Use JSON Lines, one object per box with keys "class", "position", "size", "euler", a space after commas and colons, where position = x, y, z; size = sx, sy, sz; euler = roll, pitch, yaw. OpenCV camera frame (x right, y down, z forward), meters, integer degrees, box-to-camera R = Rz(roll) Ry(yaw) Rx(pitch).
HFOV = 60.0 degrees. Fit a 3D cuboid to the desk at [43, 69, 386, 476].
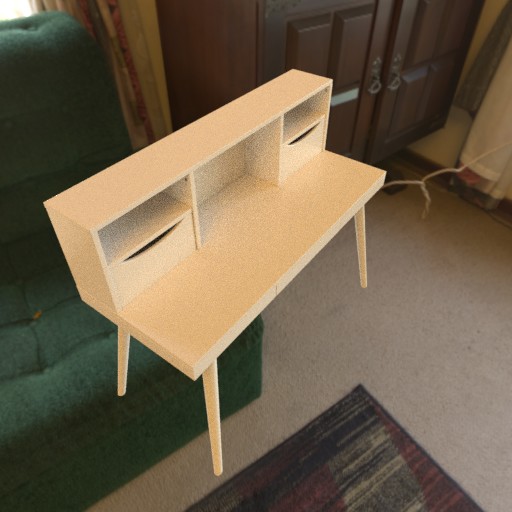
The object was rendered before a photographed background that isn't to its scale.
{"class": "desk", "position": [0.000, 0.000, 1.746], "size": [0.559, 0.990, 1.199], "euler": [27, 49, 26]}
